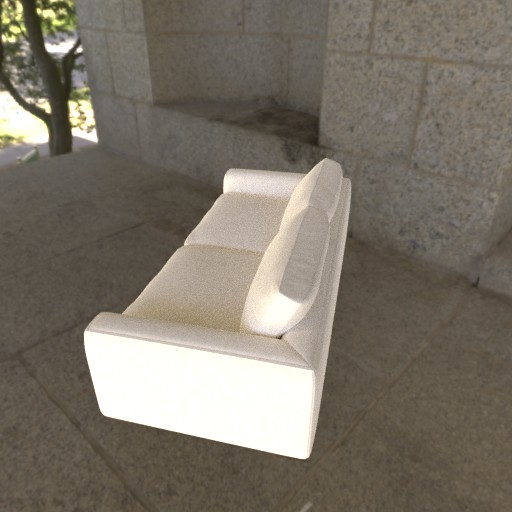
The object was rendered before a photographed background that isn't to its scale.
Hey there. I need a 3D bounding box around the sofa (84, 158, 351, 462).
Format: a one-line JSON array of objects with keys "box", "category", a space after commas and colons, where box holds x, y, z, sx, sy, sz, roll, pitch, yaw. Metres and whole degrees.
[{"box": [0.000, 0.000, 2.839, 1.070, 0.801, 2.262, 7, 31, 12], "category": "sofa"}]
